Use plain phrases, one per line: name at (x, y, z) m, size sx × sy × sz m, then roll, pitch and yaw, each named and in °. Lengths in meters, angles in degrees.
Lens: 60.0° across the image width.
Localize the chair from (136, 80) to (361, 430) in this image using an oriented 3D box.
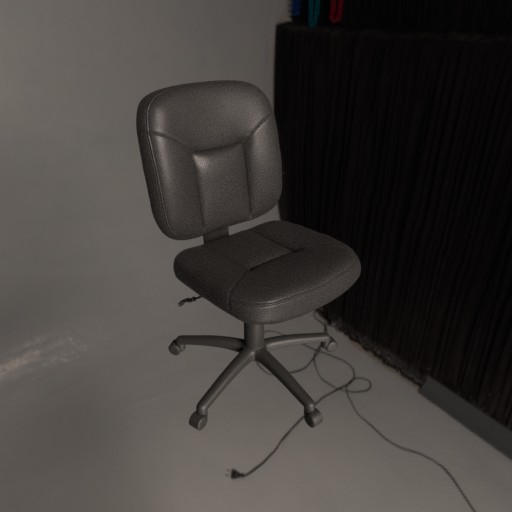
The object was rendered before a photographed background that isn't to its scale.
chair at (0.000, 0.000, 1.383) m, size 0.647 × 0.959 × 0.646 m, roll -21°, pitch 36°, yaw -32°
